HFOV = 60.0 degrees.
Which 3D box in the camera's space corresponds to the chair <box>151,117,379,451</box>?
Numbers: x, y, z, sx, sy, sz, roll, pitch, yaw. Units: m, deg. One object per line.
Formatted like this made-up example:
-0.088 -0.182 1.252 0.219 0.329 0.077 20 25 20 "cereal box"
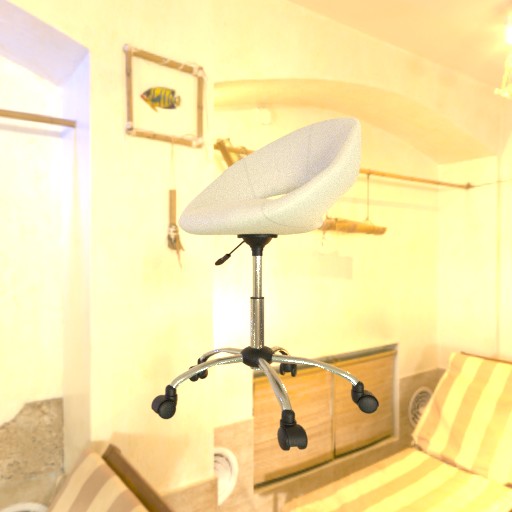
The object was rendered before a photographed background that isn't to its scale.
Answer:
0.000 0.000 1.194 0.538 0.791 0.612 0 1 -37 "chair"
